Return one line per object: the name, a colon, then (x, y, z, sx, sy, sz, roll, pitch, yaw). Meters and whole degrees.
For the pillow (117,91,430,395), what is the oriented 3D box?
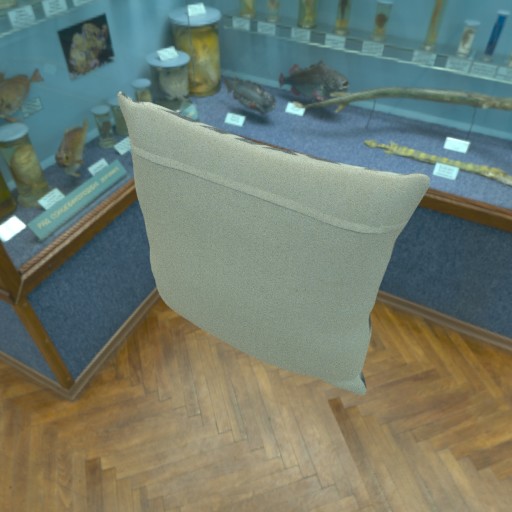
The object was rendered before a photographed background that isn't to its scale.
pillow: (0.000, 0.000, 0.685, 0.440, 0.441, 0.182, 22, 49, 21)
